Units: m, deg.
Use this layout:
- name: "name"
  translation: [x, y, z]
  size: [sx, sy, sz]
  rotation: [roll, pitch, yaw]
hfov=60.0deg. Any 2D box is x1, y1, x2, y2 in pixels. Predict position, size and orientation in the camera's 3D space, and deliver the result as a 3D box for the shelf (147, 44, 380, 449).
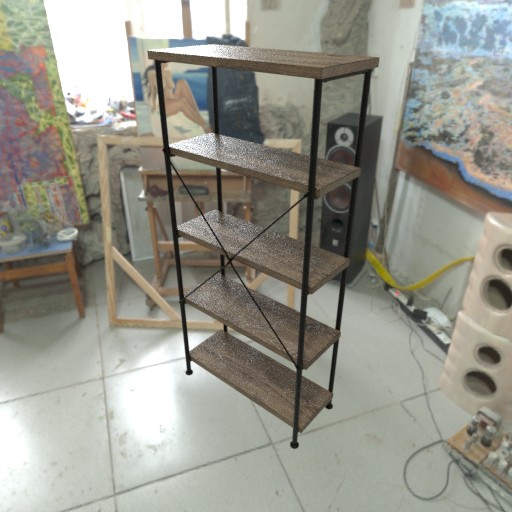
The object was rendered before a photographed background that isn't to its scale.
- name: "shelf"
  translation: [0.000, 0.000, 2.037]
  size: [0.800, 1.700, 0.360]
  rotation: [23, 37, 34]
